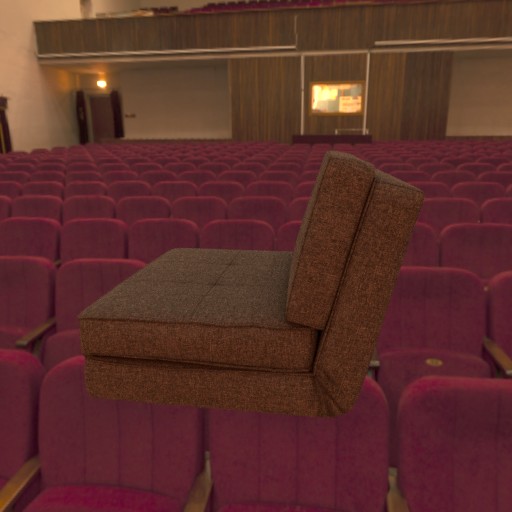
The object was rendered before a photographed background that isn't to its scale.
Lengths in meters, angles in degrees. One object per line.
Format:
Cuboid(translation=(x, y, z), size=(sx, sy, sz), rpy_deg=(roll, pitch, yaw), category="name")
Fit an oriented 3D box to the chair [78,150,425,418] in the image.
Cuboid(translation=(0.000, 0.000, 1.345), size=(0.800, 0.615, 0.740), rpy_deg=(2, 14, 8), category="chair")
